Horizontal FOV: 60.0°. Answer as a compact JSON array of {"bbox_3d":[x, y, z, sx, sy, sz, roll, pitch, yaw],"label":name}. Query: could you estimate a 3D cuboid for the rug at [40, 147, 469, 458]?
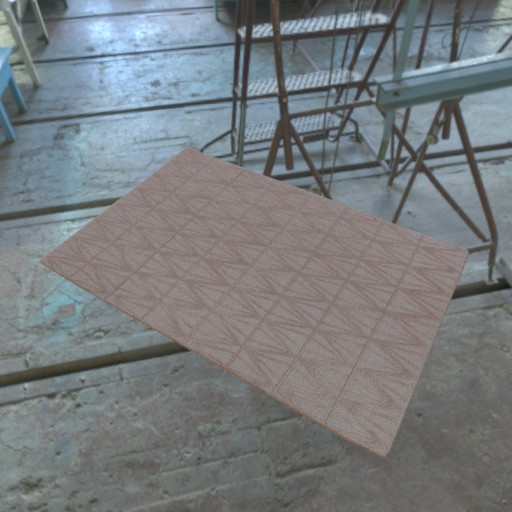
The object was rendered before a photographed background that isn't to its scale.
[{"bbox_3d":[0.000,0.000,2.254,1.837,0.025,1.230,24,51,21],"label":"rug"}]
